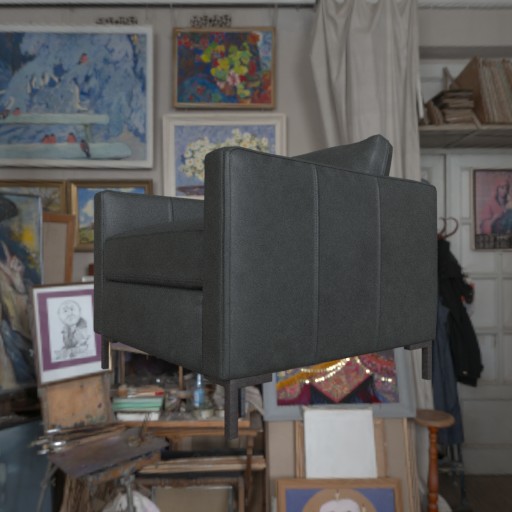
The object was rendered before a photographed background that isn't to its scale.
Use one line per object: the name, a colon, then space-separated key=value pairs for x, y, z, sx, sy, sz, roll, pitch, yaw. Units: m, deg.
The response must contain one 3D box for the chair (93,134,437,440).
chair: x=0.000 y=0.000 z=1.486 sx=0.861 sy=0.824 sz=0.967 roll=1 pitch=-1 yaw=-38
